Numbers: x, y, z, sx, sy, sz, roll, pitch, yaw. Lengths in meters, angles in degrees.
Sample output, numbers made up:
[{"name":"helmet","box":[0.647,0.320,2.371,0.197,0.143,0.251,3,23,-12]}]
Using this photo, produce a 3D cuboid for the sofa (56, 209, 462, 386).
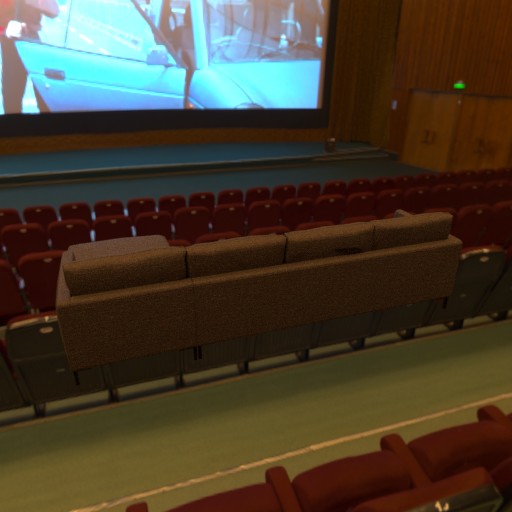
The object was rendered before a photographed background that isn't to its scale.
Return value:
[{"name":"sofa","box":[0.000,0.000,3.953,3.221,0.892,1.483,-8,26,-17]}]
